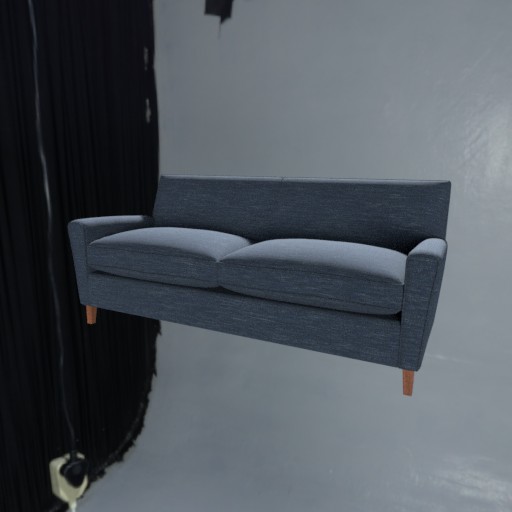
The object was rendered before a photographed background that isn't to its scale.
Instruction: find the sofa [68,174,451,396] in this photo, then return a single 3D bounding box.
[{"bbox_3d":[0.000,0.000,2.495,1.976,0.846,0.875,6,14,26],"label":"sofa"}]
